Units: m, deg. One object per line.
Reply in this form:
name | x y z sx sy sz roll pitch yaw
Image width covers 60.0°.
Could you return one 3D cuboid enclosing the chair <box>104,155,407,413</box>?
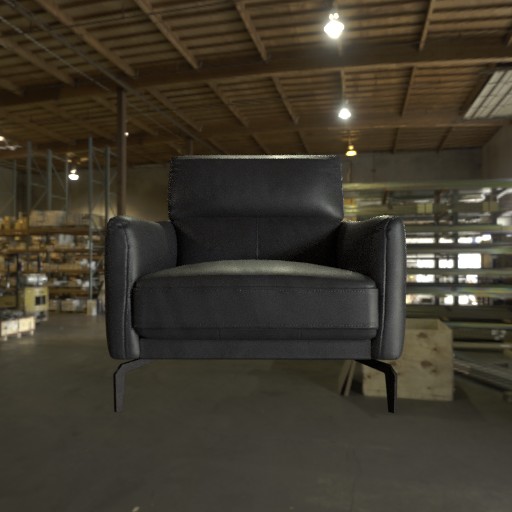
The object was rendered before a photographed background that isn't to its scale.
chair | 0.000 0.000 1.705 0.976 0.949 0.809 0 -1 0
